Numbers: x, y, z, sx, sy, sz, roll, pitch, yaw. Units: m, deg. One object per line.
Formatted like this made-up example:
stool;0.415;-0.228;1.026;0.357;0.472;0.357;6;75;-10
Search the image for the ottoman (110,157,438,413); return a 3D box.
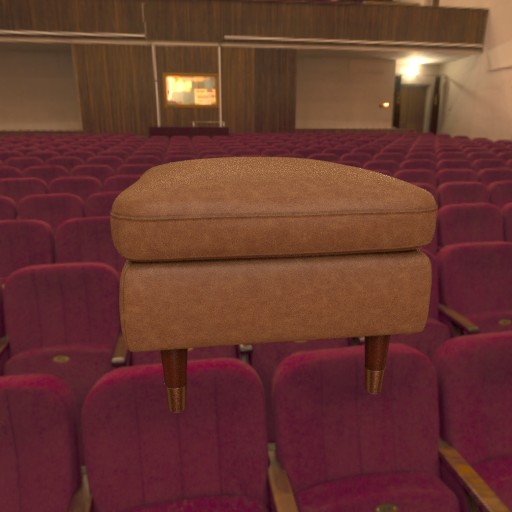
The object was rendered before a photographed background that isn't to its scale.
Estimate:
ottoman;0.000;0.000;1.111;0.593;0.478;0.747;-2;15;-9
